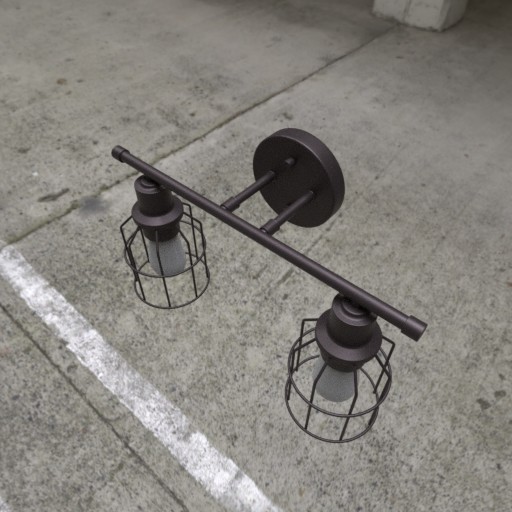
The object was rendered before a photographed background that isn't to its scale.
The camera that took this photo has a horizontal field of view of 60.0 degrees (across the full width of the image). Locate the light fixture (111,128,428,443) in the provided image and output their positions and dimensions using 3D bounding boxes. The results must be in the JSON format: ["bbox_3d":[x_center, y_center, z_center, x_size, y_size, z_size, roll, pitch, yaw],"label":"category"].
[{"bbox_3d":[0.000,0.000,0.519,0.406,0.254,0.165,32,54,27],"label":"light fixture"}]
